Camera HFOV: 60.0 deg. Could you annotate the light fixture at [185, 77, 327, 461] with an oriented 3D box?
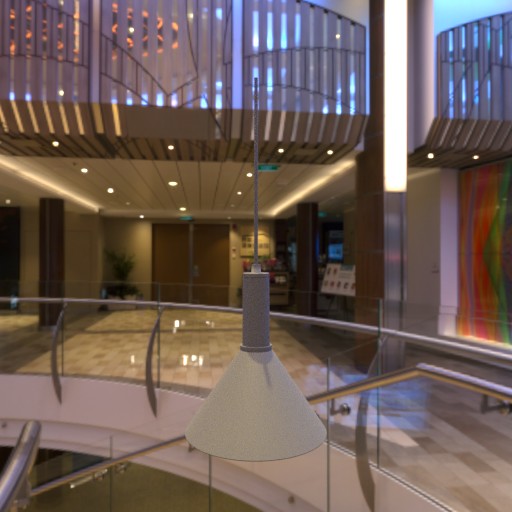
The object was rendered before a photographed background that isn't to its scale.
[{"bbox_3d":[0.000,0.000,0.847,0.267,0.683,0.267,0,-1,37],"label":"light fixture"}]
